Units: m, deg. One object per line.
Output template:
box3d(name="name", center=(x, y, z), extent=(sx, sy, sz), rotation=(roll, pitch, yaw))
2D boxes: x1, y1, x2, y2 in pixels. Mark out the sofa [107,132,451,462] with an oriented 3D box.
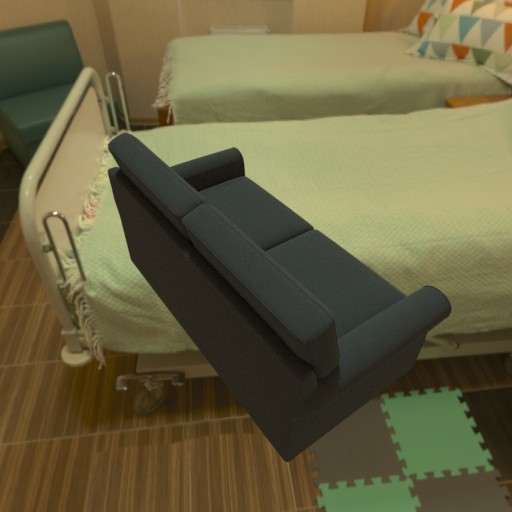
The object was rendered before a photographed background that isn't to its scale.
box3d(name="sofa", center=(0.000, 0.000, 2.552), extent=(0.940, 1.020, 1.930), rotation=(-26, 48, -26))
